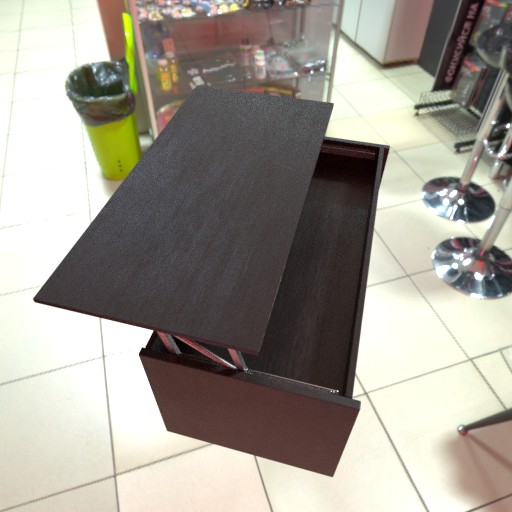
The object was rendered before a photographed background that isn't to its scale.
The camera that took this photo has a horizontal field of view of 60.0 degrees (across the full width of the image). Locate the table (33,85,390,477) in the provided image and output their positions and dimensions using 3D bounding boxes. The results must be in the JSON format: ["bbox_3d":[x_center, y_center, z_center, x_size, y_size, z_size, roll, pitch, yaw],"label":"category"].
[{"bbox_3d":[0.000,0.000,1.412,0.712,0.570,1.000,11,48,10],"label":"table"}]
